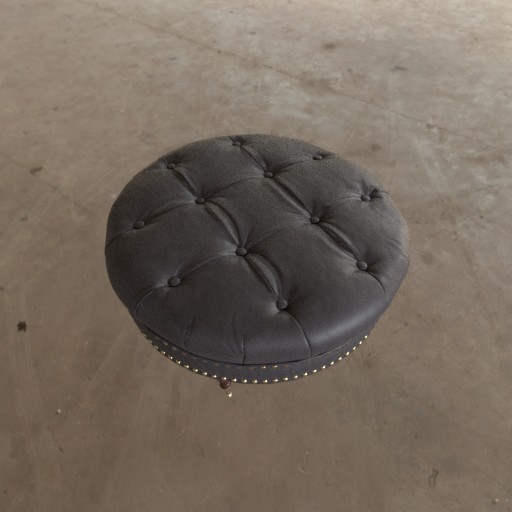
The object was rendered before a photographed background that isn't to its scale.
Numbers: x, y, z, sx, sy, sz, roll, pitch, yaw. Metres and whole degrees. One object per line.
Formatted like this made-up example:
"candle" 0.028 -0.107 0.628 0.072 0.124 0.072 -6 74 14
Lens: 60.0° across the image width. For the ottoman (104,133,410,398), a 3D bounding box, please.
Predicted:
"ottoman" 0.000 0.000 1.425 0.901 0.439 0.901 0 47 0
